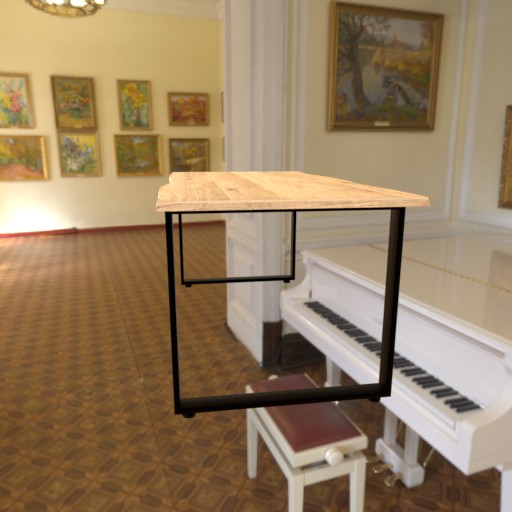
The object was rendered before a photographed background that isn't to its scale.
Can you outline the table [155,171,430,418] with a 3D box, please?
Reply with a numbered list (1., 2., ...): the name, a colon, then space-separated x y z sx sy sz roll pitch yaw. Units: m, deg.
1. table: 0.000 0.000 2.306 0.900 0.780 1.800 -2 14 -8
